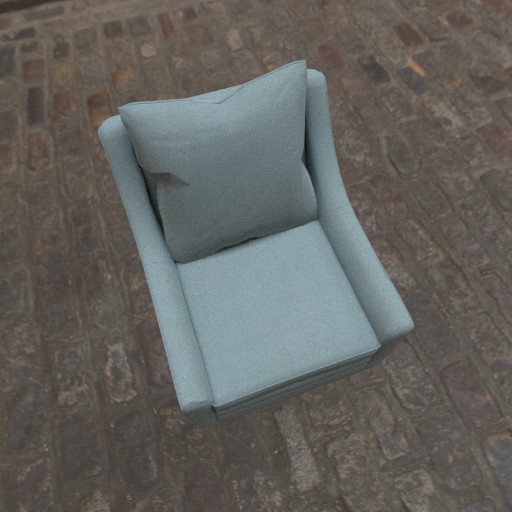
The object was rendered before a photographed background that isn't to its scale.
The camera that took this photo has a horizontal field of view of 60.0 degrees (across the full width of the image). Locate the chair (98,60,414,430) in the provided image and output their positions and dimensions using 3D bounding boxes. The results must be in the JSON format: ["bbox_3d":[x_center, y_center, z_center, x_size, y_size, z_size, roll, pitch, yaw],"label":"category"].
[{"bbox_3d":[0.000,0.000,1.552,0.760,0.926,0.870,-17,64,-9],"label":"chair"}]
